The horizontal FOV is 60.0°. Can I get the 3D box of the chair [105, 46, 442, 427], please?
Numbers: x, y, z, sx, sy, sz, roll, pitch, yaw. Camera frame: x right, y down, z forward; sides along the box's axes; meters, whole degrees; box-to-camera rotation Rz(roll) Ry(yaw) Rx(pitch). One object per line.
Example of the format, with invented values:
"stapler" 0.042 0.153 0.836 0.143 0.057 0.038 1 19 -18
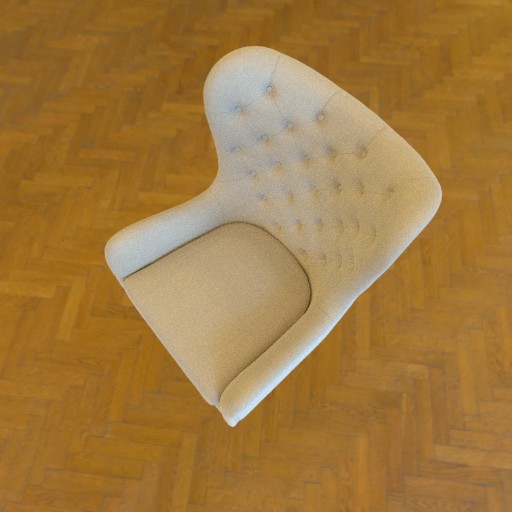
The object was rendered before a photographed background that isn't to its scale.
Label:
"chair" 0.000 0.000 1.683 0.929 1.079 0.831 -37 70 -16
